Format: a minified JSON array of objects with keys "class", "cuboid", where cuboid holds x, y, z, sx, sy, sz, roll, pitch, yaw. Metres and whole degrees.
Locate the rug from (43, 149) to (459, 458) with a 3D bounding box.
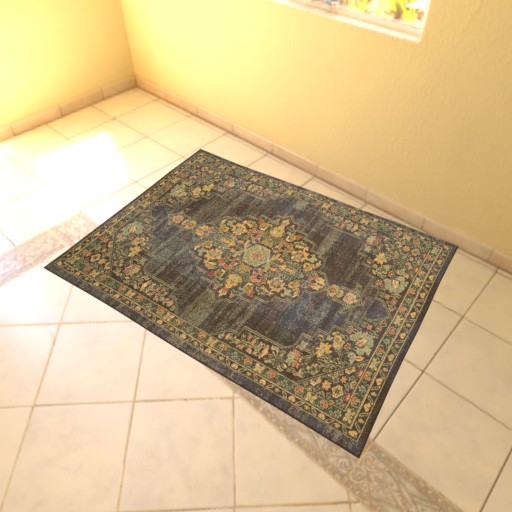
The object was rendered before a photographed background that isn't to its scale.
[{"class":"rug","cuboid":[0.000,0.000,4.799,3.612,0.035,2.716,25,51,22]}]
